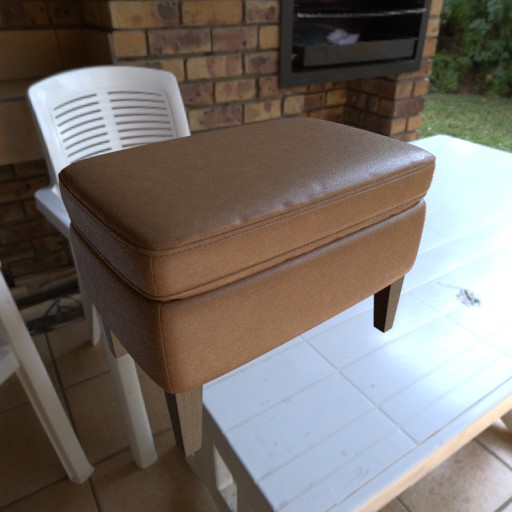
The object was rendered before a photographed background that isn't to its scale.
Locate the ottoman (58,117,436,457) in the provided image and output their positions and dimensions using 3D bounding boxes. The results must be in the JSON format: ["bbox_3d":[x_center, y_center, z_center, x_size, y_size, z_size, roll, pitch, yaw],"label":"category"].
[{"bbox_3d":[0.000,0.000,0.960,0.670,0.480,0.420,-21,37,-32],"label":"ottoman"}]
